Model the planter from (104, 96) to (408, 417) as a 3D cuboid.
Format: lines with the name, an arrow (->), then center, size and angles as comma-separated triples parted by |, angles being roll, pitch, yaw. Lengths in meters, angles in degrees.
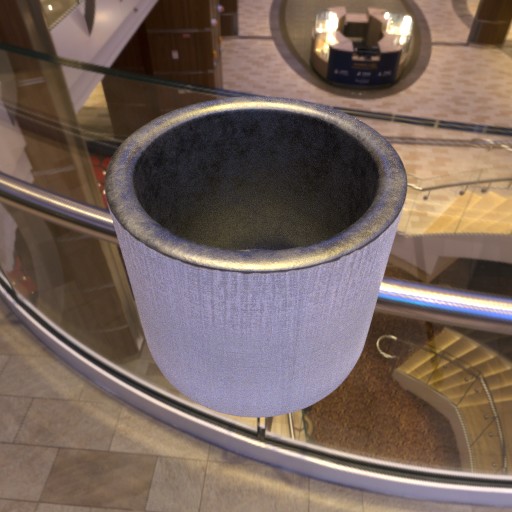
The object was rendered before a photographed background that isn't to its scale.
planter -> 0.000, 0.000, 0.223 | 0.125, 0.112, 0.125 | 0, 45, 0
